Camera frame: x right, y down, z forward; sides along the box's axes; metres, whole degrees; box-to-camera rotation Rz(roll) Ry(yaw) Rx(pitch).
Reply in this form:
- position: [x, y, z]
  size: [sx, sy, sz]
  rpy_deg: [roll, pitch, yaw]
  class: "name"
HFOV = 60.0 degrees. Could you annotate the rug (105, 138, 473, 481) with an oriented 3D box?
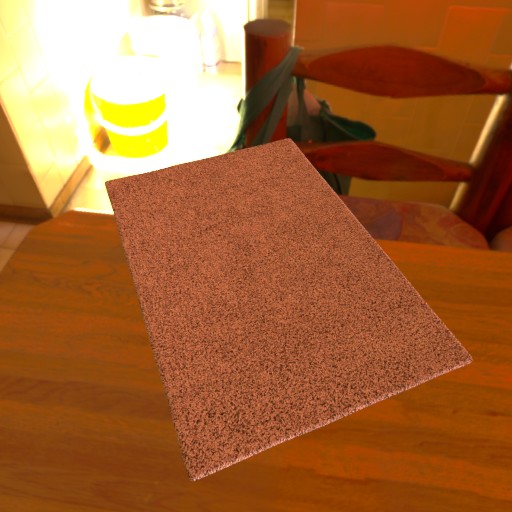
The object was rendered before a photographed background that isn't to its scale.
- position: [0.000, 0.000, 2.232]
  size: [1.219, 0.030, 1.778]
  rpy_deg: [-17, 50, -15]
  class: "rug"
